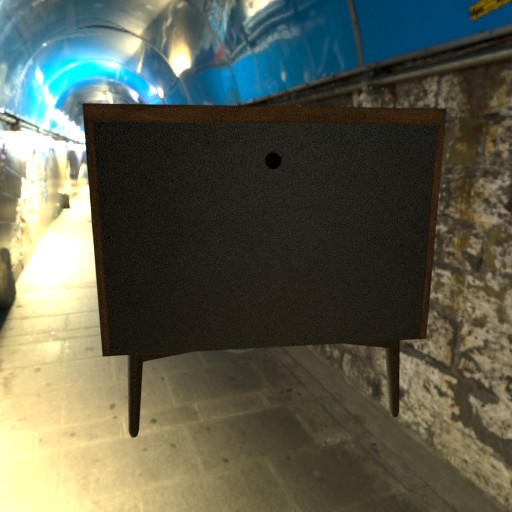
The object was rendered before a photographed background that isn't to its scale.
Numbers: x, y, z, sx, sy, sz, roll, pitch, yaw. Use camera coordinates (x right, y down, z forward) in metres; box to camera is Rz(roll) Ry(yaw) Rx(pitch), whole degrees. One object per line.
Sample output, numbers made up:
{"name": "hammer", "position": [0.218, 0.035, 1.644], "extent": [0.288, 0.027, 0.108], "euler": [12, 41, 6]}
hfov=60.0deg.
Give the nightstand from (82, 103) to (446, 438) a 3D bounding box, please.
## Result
{"name": "nightstand", "position": [0.000, 0.000, 1.021], "extent": [0.610, 0.610, 0.458], "euler": [-2, 13, -7]}
